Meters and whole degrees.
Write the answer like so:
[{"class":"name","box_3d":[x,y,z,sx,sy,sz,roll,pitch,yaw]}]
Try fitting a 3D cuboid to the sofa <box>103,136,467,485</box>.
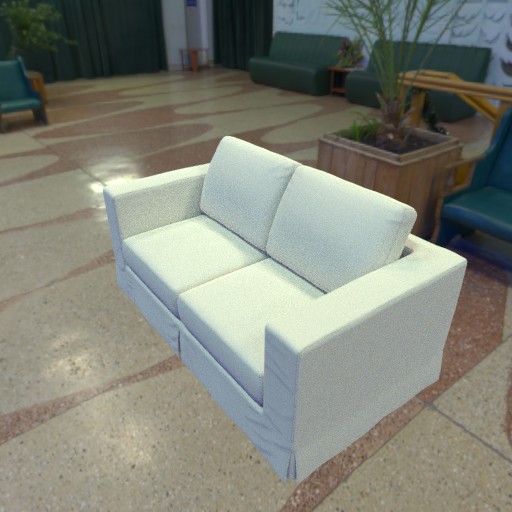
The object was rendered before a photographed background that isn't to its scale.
[{"class":"sofa","box_3d":[0.000,0.000,2.393,1.009,0.932,1.813,-20,36,-31]}]
